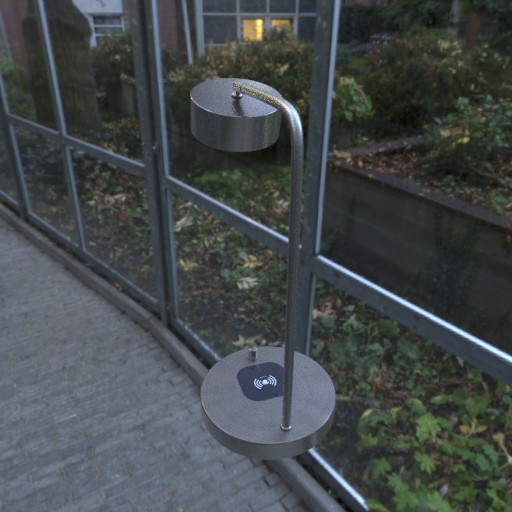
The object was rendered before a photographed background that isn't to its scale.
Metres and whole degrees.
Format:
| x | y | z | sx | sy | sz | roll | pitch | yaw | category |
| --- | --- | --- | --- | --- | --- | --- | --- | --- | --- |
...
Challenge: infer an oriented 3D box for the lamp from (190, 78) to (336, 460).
| x | y | z | sx | sy | sz | roll | pitch | yaw | category |
| --- | --- | --- | --- | --- | --- | --- | --- | --- | --- |
| 0.000 | 0.000 | 0.654 | 0.211 | 0.469 | 0.334 | -8 | 28 | -16 | lamp |
